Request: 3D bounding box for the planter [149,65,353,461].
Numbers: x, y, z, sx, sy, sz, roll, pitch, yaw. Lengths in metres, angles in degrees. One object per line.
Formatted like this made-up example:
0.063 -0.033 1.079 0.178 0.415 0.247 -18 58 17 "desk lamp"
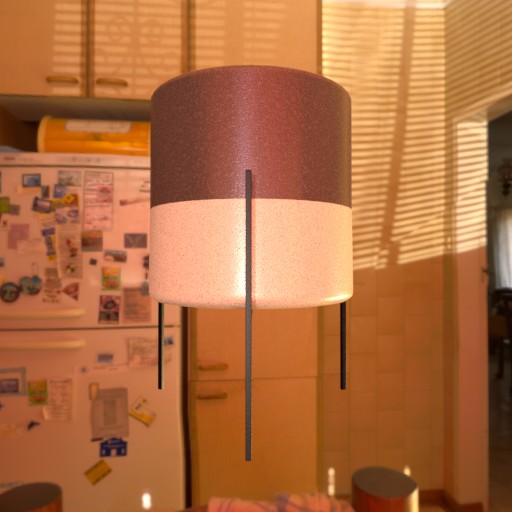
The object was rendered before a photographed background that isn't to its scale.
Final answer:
0.000 0.000 0.535 0.260 0.353 0.250 1 -1 -36 "planter"
